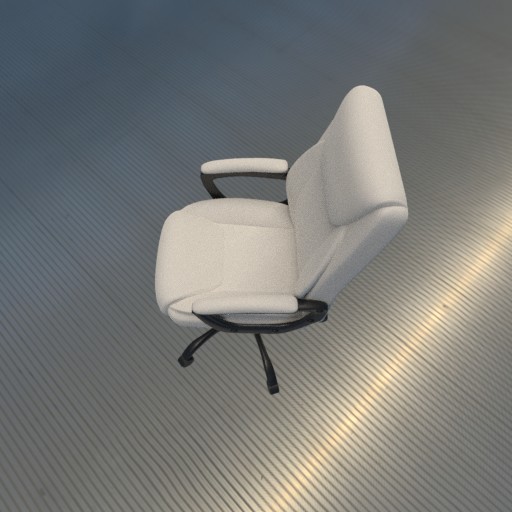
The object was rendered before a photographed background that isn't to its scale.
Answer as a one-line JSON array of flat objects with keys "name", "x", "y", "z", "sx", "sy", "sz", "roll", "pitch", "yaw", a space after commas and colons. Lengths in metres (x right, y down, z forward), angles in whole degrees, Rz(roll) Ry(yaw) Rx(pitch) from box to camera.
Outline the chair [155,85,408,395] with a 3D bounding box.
[{"name": "chair", "x": 0.000, "y": 0.000, "z": 1.475, "sx": 0.669, "sy": 1.065, "sz": 0.663, "roll": -1, "pitch": 59, "yaw": 0}]
